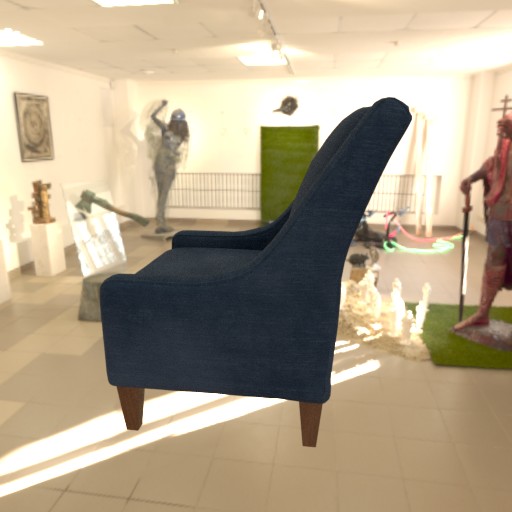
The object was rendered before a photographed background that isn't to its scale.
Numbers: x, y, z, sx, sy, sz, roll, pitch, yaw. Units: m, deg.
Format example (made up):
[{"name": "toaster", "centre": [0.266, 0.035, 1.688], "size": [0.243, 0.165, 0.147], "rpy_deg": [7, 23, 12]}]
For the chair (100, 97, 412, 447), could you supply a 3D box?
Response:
[{"name": "chair", "centre": [0.000, 0.000, 1.595], "size": [0.870, 1.014, 0.774], "rpy_deg": [2, 15, 8]}]
